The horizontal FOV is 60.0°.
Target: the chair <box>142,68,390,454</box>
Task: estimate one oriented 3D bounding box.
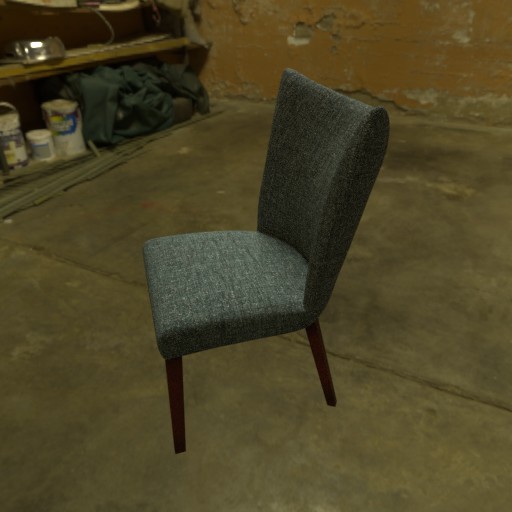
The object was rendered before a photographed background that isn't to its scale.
[{"bbox_3d":[0.000,0.000,1.276,0.623,0.924,0.535,-9,32,-14],"label":"chair"}]
